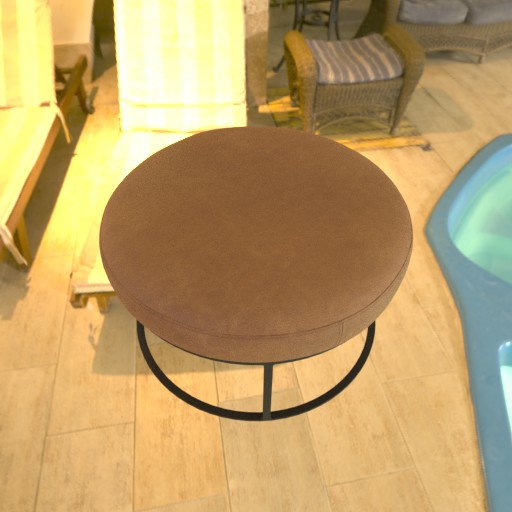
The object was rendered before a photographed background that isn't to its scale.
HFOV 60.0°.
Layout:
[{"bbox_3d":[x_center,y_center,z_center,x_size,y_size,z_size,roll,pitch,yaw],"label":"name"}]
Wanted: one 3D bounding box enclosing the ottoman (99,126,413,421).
[{"bbox_3d":[0.000,0.000,1.227,0.771,0.460,0.771,0,46,0],"label":"ottoman"}]
